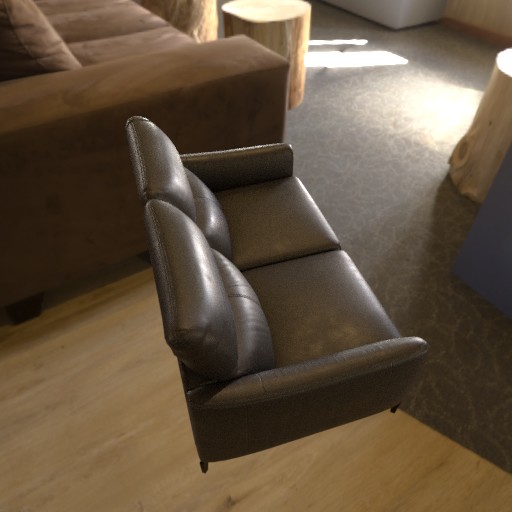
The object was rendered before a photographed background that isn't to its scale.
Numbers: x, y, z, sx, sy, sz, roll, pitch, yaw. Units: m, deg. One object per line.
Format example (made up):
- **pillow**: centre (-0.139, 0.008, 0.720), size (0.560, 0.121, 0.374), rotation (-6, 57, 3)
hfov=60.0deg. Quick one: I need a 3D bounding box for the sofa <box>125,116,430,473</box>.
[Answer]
- **sofa**: centre (0.000, 0.000, 2.127), size (0.958, 0.920, 1.596), rotation (-12, 46, -12)
